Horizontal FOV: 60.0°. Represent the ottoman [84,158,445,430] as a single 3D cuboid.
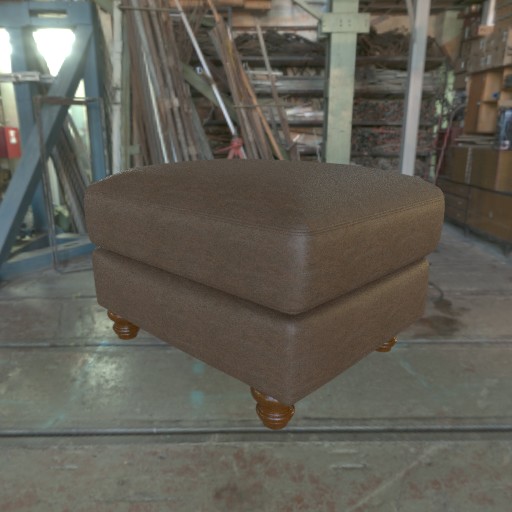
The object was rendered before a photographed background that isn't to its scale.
[{"bbox_3d":[0.000,0.000,1.210,0.787,0.508,0.635,15,22,42],"label":"ottoman"}]
